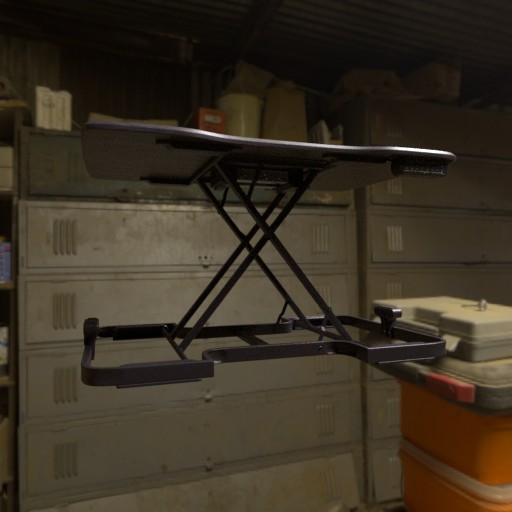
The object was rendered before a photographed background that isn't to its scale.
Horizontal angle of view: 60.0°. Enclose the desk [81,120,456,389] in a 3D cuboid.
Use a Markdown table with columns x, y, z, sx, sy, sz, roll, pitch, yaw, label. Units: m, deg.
| x | y | z | sx | sy | sz | roll | pitch | yaw | label |
| --- | --- | --- | --- | --- | --- | --- | --- | --- | --- |
| 0.000 | 0.000 | 1.131 | 0.820 | 0.470 | 0.546 | 0 | 0 | -19 | desk |
